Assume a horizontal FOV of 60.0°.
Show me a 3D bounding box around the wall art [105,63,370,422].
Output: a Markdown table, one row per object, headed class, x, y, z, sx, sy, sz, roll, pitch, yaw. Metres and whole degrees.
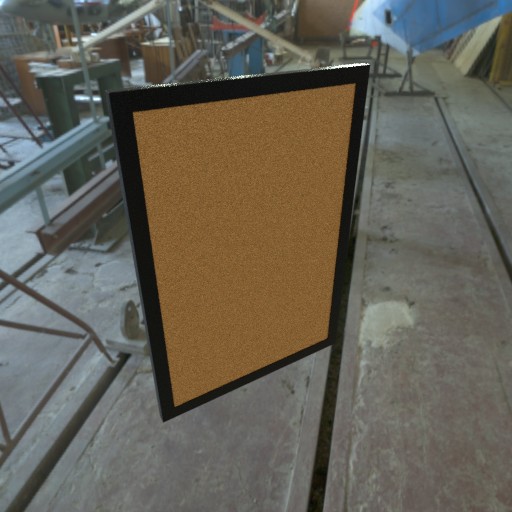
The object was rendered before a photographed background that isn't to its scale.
| class | x | y | z | sx | sy | sz | roll | pitch | yaw |
| --- | --- | --- | --- | --- | --- | --- | --- | --- | --- |
| wall art | 0.000 | 0.000 | 0.858 | 0.462 | 0.656 | 0.019 | -18 | 36 | -26 |
